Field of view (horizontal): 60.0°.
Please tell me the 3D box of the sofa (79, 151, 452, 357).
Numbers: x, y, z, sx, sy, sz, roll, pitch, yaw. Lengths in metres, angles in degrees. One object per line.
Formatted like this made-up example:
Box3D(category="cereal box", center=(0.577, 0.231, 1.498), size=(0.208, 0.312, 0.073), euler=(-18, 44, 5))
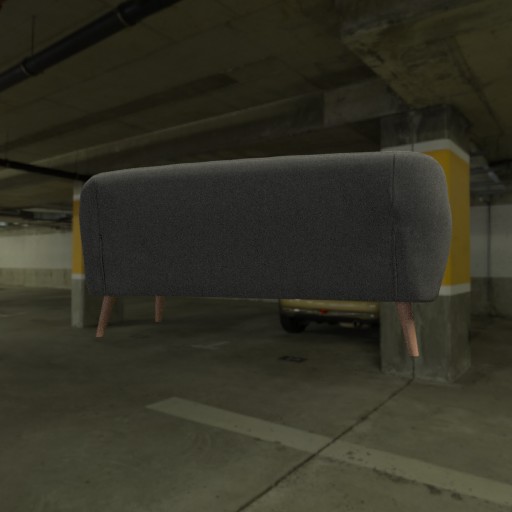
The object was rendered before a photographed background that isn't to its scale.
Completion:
Box3D(category="sofa", center=(0.000, 0.000, 2.272), size=(1.840, 0.820, 0.820), euler=(0, -1, 18))
